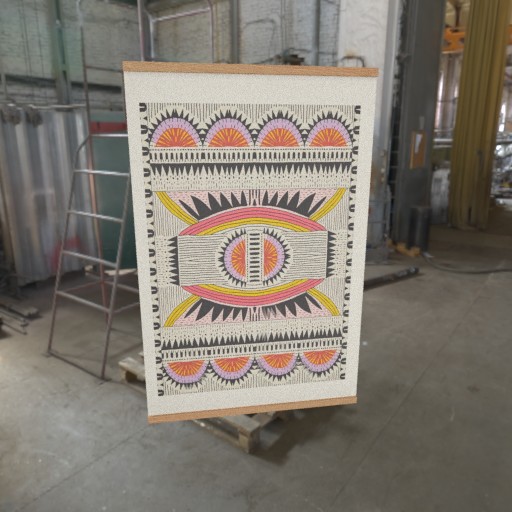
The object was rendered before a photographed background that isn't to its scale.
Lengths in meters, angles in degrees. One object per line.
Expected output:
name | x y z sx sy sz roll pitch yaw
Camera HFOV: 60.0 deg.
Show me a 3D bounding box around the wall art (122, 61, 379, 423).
wall art | 0.000 0.000 1.918 0.999 1.533 0.028 -2 15 -9
